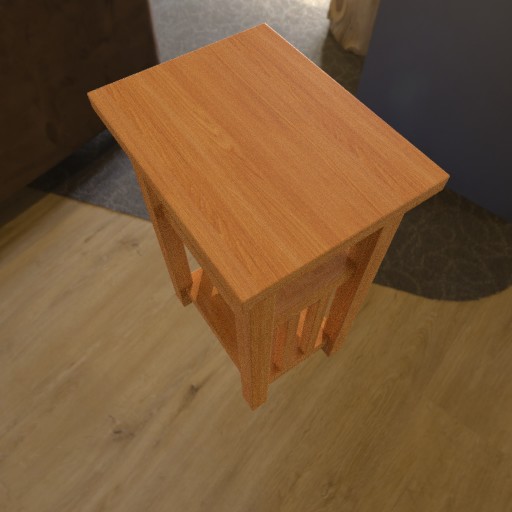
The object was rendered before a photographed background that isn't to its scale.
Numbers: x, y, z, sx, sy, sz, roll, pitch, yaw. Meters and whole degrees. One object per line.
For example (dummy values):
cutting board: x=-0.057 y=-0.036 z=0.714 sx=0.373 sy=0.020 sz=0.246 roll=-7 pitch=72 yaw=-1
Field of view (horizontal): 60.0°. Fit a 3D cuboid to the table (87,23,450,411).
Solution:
table: x=0.000 y=0.000 z=0.748 sx=0.270 sy=0.550 sz=0.350 roll=-30 pitch=63 yaw=-17
